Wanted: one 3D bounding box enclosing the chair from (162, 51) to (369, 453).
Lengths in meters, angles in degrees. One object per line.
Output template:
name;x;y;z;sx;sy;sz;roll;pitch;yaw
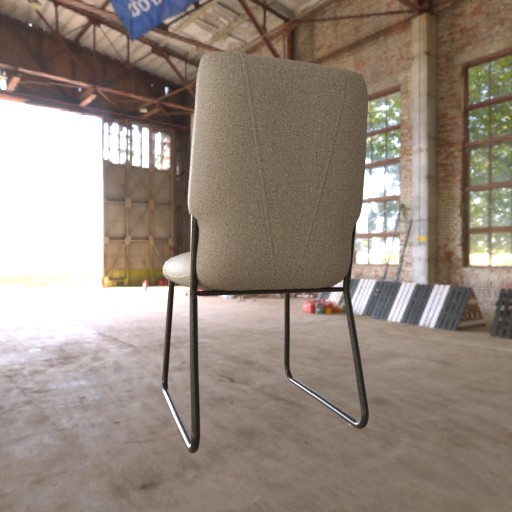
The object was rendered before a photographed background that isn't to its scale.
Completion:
chair;0.000;0.000;1.204;0.448;0.864;0.560;0;0;-19
